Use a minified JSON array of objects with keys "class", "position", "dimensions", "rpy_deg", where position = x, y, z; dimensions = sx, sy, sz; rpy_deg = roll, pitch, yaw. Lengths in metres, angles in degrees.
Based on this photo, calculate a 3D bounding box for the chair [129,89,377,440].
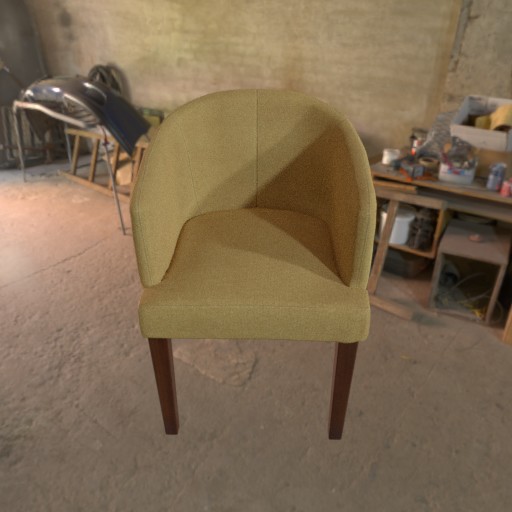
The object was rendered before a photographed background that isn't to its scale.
[{"class":"chair","position":[0.000,0.000,1.272],"dimensions":[0.583,0.811,0.655],"rpy_deg":[1,30,1]}]
